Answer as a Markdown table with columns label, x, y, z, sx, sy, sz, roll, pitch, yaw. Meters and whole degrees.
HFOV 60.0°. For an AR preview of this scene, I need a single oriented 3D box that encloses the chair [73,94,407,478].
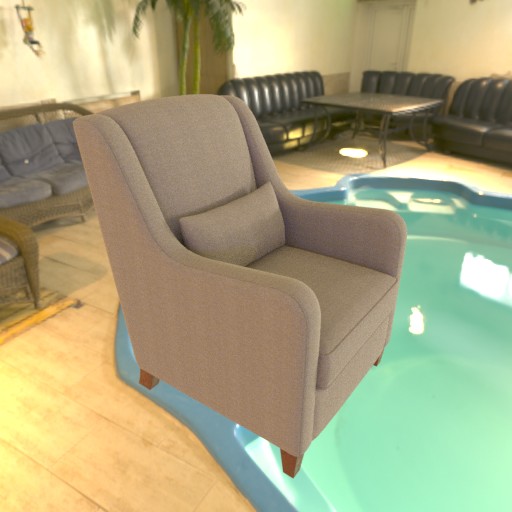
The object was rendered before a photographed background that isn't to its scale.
| label | x | y | z | sx | sy | sz | roll | pitch | yaw |
| --- | --- | --- | --- | --- | --- | --- | --- | --- | --- |
| chair | 0.000 | 0.000 | 1.575 | 0.890 | 1.017 | 0.715 | 18 | 32 | 32 |
